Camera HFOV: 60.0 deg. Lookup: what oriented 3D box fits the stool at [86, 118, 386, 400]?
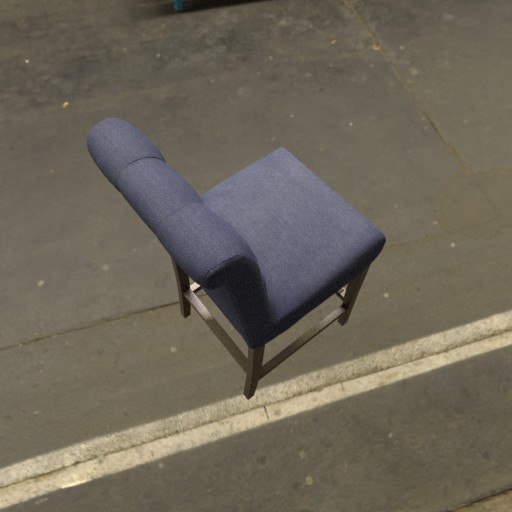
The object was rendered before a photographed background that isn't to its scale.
[{"bbox_3d":[0.000,0.000,1.350,0.601,1.010,0.493,-34,64,-19],"label":"stool"}]
